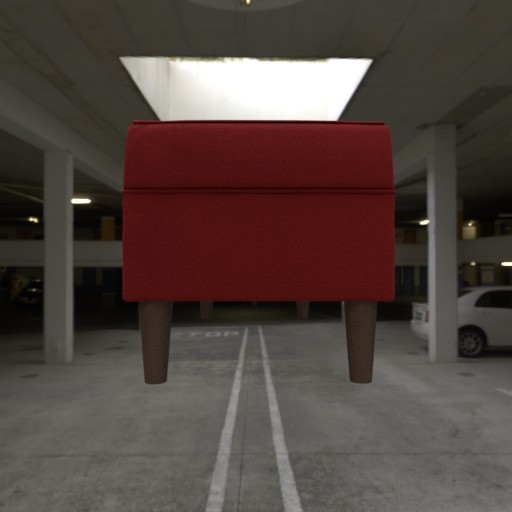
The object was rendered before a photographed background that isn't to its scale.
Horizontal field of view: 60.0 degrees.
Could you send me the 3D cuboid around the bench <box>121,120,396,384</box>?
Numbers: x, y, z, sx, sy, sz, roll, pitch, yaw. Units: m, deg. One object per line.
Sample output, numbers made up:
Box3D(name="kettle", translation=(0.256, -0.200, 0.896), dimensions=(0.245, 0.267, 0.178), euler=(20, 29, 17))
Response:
Box3D(name="bench", translation=(0.000, 0.000, 1.272), dimensions=(0.492, 0.471, 1.016), euler=(0, -1, -1))
